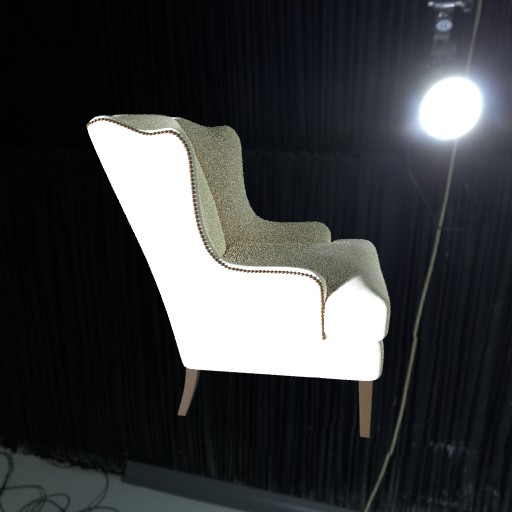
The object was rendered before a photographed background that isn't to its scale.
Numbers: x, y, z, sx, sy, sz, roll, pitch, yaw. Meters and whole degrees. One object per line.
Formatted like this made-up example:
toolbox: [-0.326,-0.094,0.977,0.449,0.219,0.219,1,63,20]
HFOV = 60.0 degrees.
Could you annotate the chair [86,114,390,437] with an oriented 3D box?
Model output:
chair: [0.000,0.000,1.691,0.940,1.029,0.737,3,17,10]
